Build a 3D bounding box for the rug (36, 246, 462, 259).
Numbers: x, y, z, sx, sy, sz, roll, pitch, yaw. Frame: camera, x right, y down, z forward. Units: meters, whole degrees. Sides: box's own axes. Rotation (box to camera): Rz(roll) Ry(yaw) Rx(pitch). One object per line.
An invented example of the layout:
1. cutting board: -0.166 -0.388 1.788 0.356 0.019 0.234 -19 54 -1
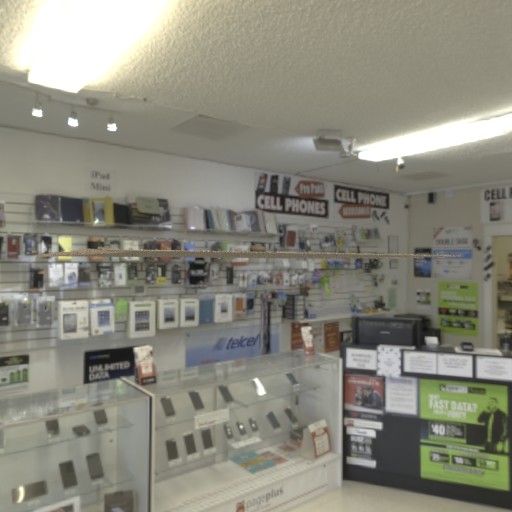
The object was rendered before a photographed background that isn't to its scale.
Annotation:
1. rug: 0.000 0.000 3.027 2.523 0.034 1.528 1 -1 -35
